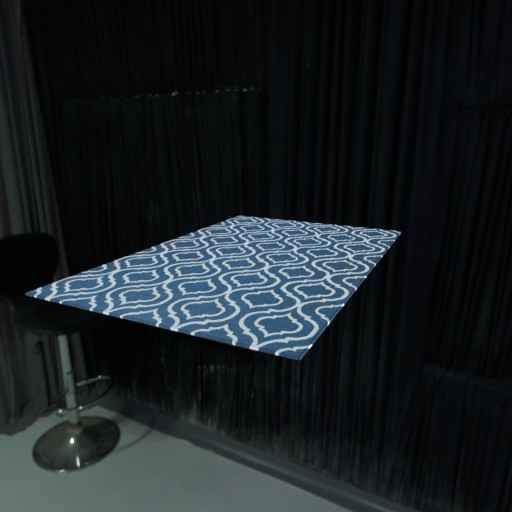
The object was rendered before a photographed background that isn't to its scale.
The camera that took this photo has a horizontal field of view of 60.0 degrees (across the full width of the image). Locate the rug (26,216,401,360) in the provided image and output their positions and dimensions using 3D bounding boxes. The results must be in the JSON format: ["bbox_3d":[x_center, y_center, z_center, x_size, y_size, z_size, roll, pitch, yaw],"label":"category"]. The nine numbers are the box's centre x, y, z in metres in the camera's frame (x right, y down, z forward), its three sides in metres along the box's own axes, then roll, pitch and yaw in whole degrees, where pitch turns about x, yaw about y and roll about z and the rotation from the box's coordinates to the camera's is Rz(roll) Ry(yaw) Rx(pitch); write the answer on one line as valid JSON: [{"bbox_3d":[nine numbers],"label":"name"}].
[{"bbox_3d":[0.000,0.000,2.237,1.143,0.010,1.753,8,18,25],"label":"rug"}]
